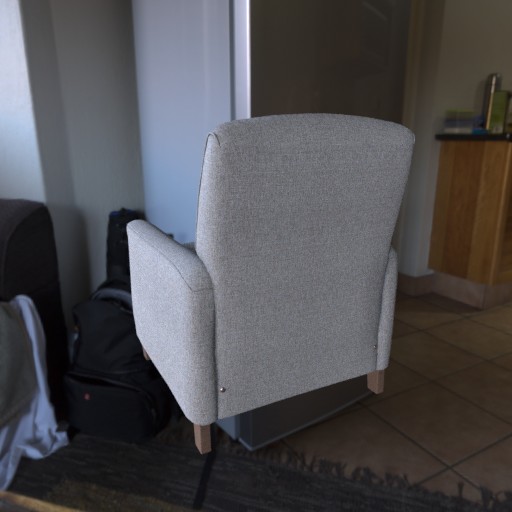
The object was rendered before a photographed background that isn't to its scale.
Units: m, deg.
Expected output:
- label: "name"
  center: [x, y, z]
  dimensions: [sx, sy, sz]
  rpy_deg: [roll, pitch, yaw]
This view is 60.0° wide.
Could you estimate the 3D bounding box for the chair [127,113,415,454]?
- label: "chair"
  center: [0.000, 0.000, 1.700]
  dimensions: [0.848, 1.014, 0.864]
  rpy_deg: [-8, 17, -26]
